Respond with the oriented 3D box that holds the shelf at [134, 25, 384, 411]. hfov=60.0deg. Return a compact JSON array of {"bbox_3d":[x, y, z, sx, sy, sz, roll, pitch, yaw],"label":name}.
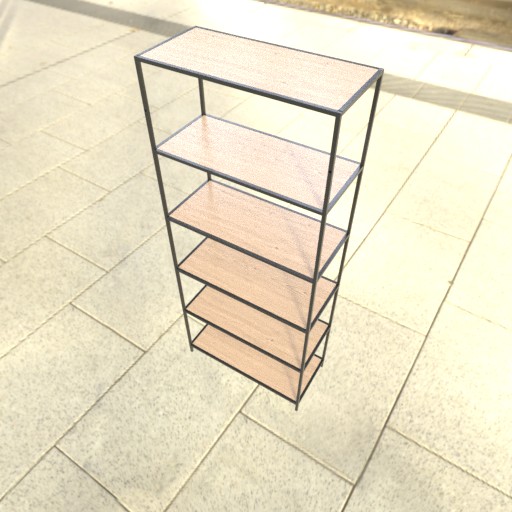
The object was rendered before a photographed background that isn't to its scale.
[{"bbox_3d":[0.000,0.000,2.142,0.770,1.850,0.350,24,50,21],"label":"shelf"}]
